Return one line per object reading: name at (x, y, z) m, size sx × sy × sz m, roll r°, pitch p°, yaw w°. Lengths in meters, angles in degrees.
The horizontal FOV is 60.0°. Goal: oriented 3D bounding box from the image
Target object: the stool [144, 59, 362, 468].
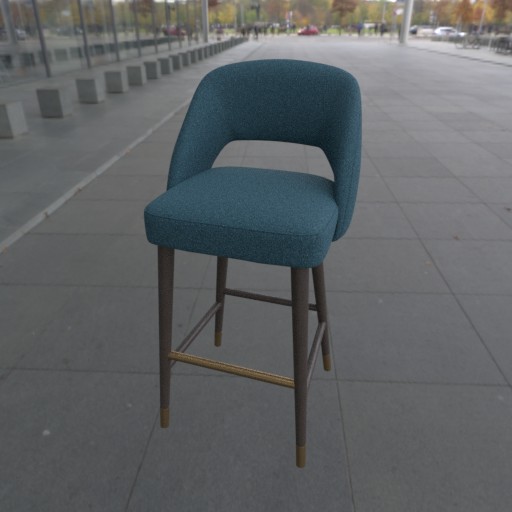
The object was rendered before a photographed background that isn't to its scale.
stool at (0.000, 0.000, 1.303) m, size 0.536 × 1.032 × 0.522 m, roll 9°, pitch 29°, yaw 17°
